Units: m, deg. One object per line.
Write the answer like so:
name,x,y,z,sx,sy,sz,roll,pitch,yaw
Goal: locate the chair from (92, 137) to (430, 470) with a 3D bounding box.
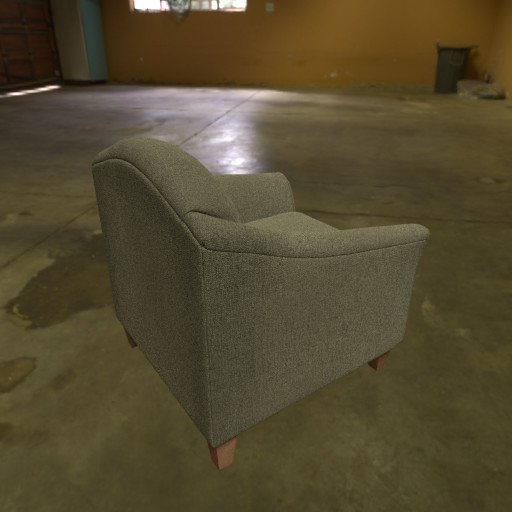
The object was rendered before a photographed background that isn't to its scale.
chair,0.000,0.000,1.475,0.787,0.839,0.763,-17,31,-31
